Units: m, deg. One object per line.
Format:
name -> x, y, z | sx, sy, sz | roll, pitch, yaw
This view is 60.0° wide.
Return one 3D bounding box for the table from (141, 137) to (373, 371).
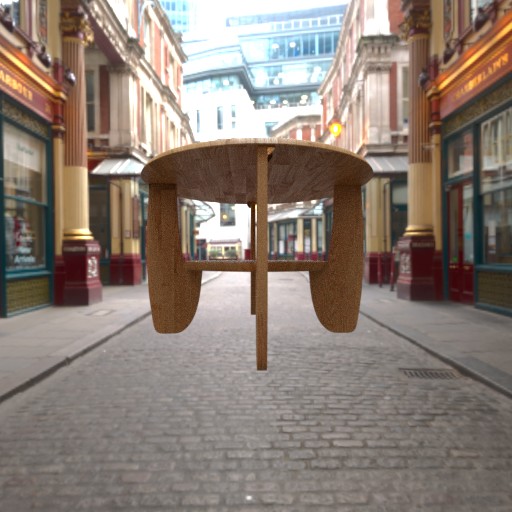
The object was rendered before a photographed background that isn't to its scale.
table -> 0.000, 0.000, 1.417 | 0.690, 0.490, 1.040 | 0, 0, -2
